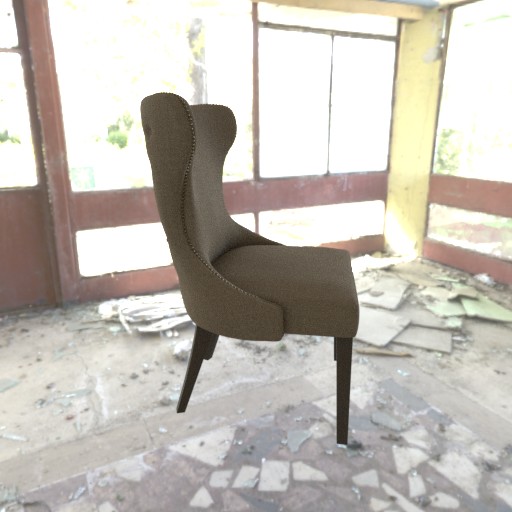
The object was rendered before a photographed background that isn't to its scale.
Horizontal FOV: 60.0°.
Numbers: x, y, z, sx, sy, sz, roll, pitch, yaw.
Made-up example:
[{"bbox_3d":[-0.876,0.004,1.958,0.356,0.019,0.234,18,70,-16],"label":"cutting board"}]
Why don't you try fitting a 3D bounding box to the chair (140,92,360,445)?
[{"bbox_3d":[0.000,0.000,1.433,0.635,0.967,0.628,2,16,8],"label":"chair"}]
